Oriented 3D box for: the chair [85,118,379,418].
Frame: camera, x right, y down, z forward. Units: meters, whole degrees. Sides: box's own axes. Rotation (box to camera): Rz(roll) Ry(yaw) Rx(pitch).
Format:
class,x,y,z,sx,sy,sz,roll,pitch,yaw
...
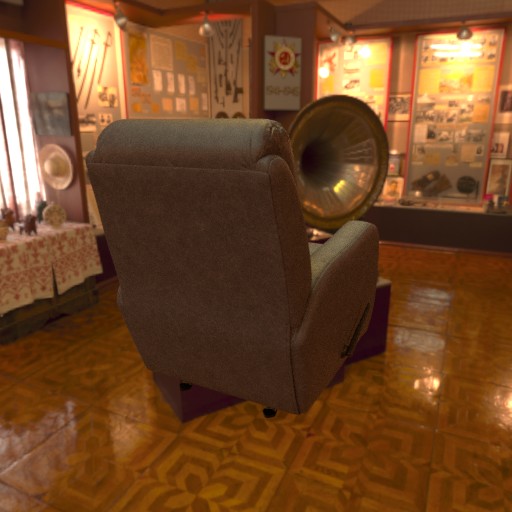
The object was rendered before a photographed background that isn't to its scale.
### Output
class,x,y,z,sx,sy,sz,roll,pitch,yaw
chair,0.000,0.000,1.813,0.865,1.067,1.067,8,18,26
